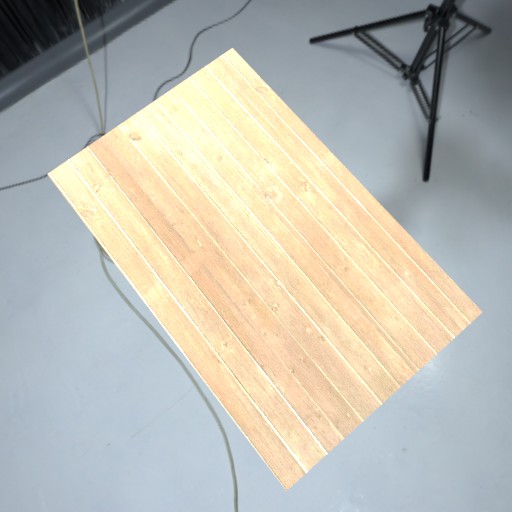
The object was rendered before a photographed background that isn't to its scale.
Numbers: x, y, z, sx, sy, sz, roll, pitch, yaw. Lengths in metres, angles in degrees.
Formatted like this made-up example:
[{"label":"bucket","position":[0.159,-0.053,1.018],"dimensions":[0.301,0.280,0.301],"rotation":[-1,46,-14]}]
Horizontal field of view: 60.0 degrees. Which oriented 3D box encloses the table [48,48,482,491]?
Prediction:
[{"label":"table","position":[0.000,0.000,1.689],"dimensions":[0.827,0.413,1.299],"rotation":[-38,78,-9]}]
